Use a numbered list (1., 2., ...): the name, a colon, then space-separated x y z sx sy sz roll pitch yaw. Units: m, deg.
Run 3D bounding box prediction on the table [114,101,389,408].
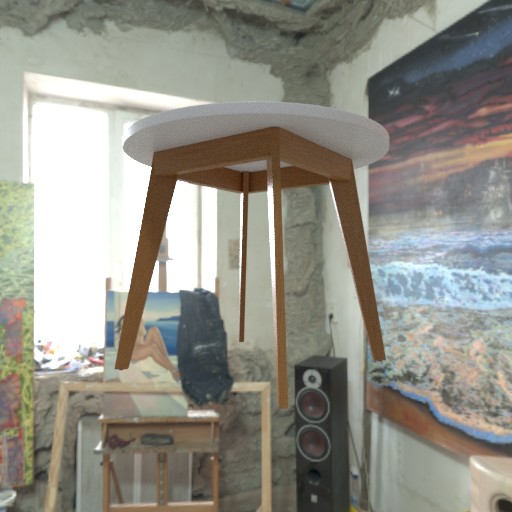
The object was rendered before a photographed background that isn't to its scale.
1. table: 0.000 0.000 1.550 0.896 0.762 0.896 0 -1 0
